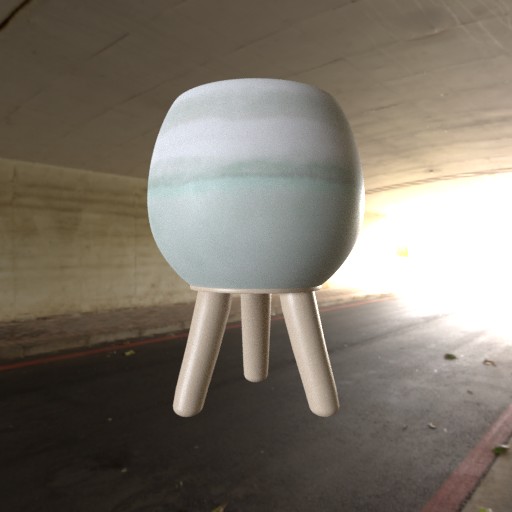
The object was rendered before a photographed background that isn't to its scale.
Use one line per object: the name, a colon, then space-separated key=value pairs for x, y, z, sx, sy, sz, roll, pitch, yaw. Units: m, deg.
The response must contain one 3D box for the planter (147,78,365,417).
planter: x=0.000 y=0.000 z=0.339 sx=0.161 sy=0.224 sz=0.161 roll=0 pitch=0 yaw=0
